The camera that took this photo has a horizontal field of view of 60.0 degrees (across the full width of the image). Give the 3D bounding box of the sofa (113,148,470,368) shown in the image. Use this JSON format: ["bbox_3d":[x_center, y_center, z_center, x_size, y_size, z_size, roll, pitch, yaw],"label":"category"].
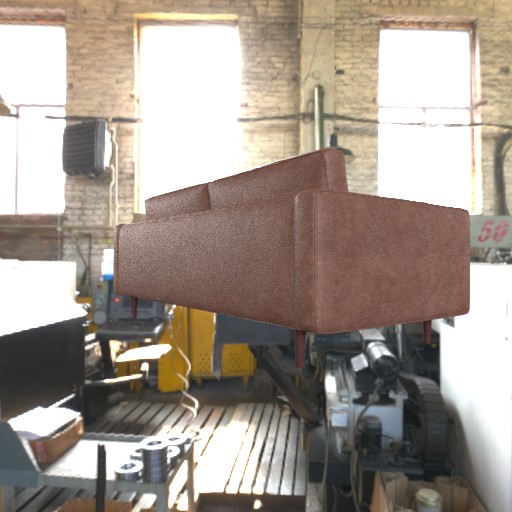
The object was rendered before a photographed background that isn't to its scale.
[{"bbox_3d":[0.000,0.000,2.327,0.910,0.760,1.870,0,0,-36],"label":"sofa"}]
